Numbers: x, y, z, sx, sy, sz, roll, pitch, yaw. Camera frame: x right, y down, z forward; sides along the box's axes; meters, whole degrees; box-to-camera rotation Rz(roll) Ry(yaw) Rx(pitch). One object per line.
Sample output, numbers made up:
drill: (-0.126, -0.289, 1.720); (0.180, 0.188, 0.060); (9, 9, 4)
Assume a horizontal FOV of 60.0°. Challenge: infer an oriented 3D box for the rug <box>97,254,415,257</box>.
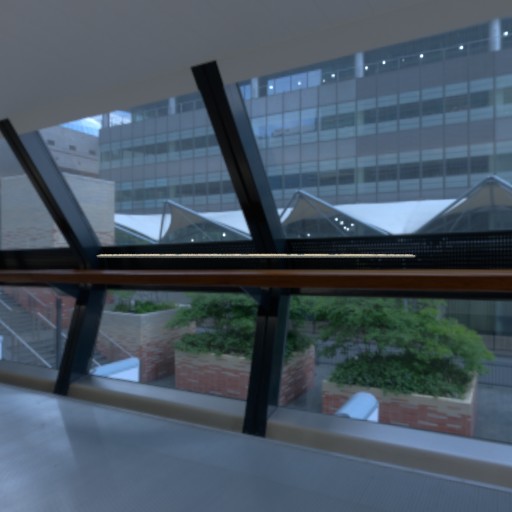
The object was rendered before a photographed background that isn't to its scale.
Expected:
rug: (0.000, 0.000, 2.357); (1.593, 0.012, 1.593); (0, 0, 0)
